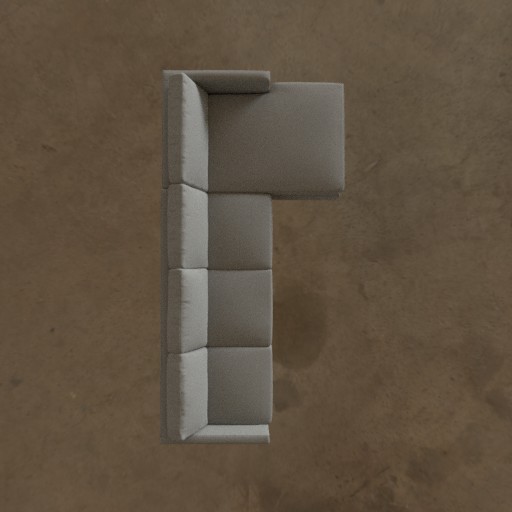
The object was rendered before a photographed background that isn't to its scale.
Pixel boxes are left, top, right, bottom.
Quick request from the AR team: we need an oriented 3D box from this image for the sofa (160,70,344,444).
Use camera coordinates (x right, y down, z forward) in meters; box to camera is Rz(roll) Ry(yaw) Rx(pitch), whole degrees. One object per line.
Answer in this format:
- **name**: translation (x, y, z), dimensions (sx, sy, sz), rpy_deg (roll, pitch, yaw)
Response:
- **sofa**: translation (0.000, 0.000, 3.991), dimensions (1.622, 0.867, 3.177), rpy_deg (0, 89, 0)
